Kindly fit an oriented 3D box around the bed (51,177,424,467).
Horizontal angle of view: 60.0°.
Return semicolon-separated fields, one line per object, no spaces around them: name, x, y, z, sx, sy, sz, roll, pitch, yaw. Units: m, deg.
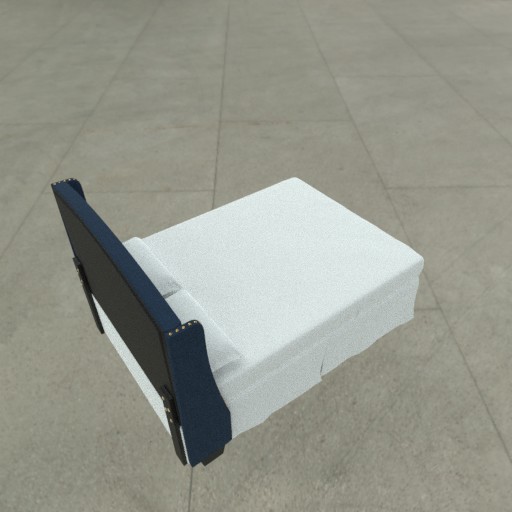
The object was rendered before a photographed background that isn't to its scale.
bed;0.000;0.000;3.287;2.223;1.402;1.604;-26;47;-27
